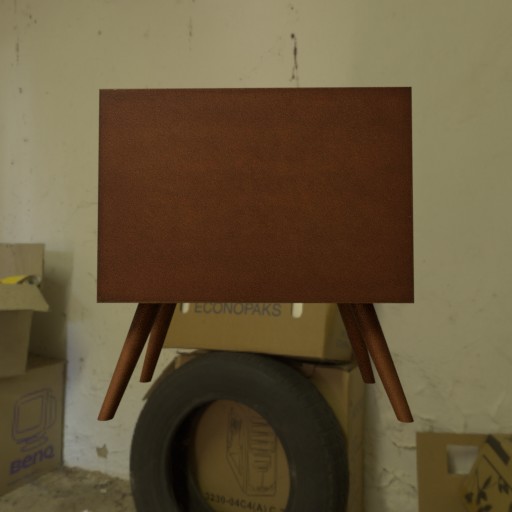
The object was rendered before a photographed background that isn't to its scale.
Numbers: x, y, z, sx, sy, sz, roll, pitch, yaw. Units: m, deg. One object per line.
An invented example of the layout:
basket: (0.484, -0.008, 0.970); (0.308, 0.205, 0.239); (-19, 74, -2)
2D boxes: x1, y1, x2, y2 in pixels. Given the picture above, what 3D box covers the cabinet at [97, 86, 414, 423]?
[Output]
cabinet: (0.000, 0.000, 1.184); (0.712, 0.748, 0.388); (0, -2, 1)
